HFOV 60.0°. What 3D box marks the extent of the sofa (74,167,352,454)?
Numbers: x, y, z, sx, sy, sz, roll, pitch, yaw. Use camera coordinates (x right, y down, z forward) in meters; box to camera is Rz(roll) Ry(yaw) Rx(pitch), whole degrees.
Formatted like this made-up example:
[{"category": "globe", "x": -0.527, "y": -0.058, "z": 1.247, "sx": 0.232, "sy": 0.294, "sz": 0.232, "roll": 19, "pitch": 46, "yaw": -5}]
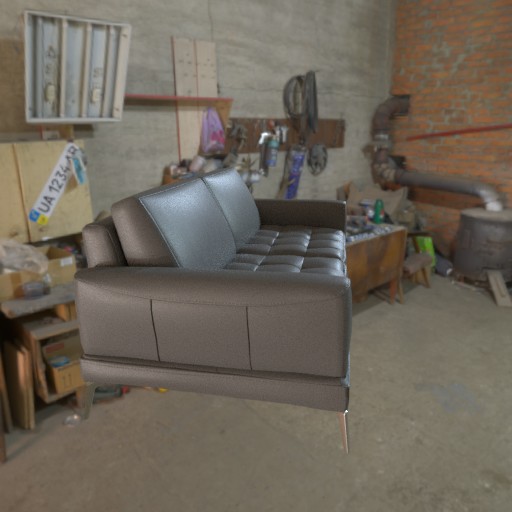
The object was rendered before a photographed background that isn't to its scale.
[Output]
[{"category": "sofa", "x": 0.000, "y": 0.000, "z": 2.643, "sx": 1.121, "sy": 0.930, "sz": 2.177, "roll": 3, "pitch": 16, "yaw": 10}]
